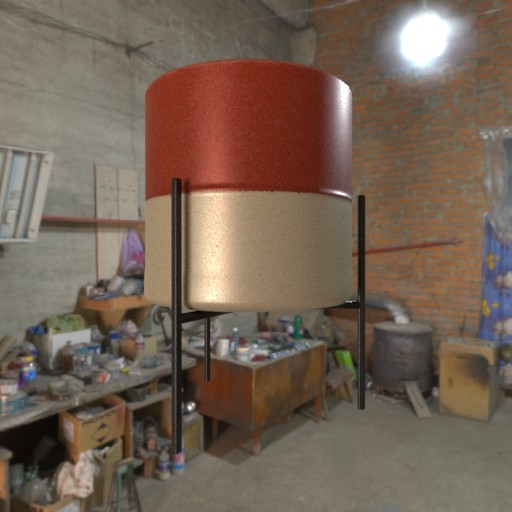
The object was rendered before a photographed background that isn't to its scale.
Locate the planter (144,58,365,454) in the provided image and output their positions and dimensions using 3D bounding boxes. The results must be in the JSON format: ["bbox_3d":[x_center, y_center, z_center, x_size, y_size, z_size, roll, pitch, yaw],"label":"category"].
[{"bbox_3d":[0.000,0.000,0.511,0.251,0.354,0.235,0,0,0],"label":"planter"}]
